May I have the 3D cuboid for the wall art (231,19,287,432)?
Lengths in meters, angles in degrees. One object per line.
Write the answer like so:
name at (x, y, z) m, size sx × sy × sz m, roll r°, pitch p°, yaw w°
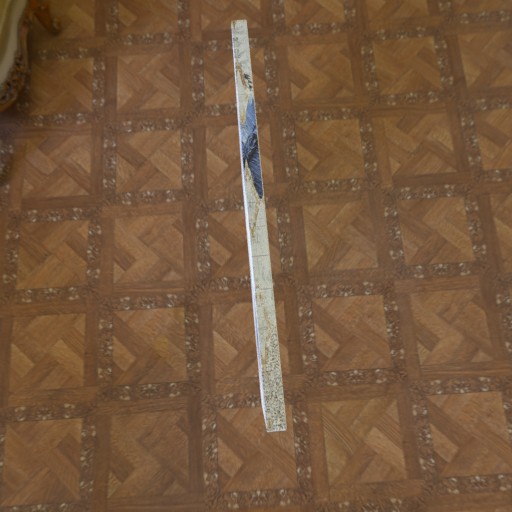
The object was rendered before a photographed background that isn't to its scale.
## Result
wall art at (0.000, 0.000, 1.363) m, size 0.039 × 0.914 × 0.912 m, roll -5°, pitch 75°, yaw -1°
